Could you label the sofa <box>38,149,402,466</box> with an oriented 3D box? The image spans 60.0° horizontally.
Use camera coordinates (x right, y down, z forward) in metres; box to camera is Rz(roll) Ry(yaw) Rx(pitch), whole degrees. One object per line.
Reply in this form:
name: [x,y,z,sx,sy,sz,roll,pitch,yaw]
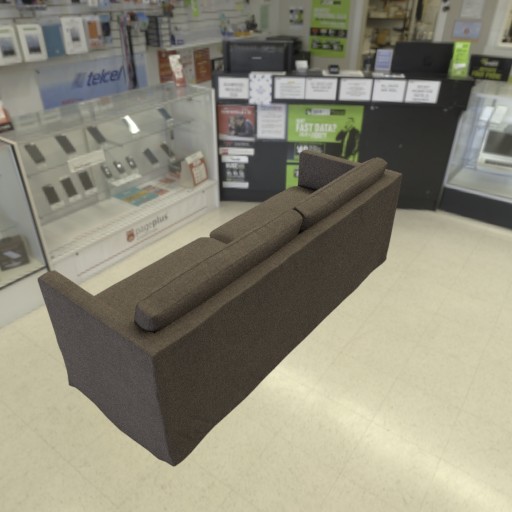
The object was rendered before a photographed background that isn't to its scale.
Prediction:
sofa: [0.000,0.000,3.307,1.036,0.998,2.779,23,39,32]
